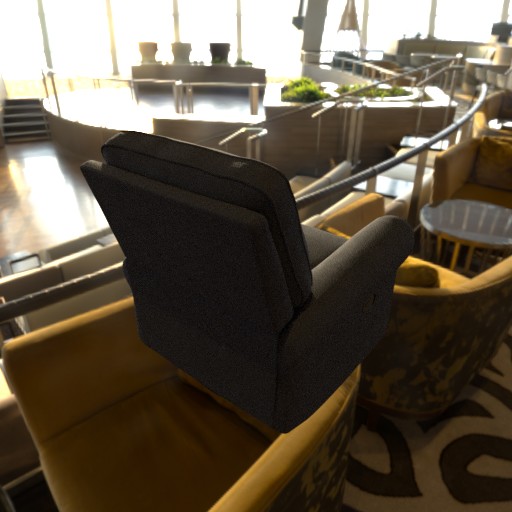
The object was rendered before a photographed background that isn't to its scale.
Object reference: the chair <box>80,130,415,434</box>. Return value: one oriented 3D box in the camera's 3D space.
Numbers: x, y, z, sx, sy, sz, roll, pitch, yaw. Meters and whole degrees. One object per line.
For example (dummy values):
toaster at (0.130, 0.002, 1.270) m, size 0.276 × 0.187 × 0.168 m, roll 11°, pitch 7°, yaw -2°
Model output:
chair at (0.000, 0.000, 1.657) m, size 0.890 × 0.961 × 0.878 m, roll 22°, pitch 35°, yaw 34°
